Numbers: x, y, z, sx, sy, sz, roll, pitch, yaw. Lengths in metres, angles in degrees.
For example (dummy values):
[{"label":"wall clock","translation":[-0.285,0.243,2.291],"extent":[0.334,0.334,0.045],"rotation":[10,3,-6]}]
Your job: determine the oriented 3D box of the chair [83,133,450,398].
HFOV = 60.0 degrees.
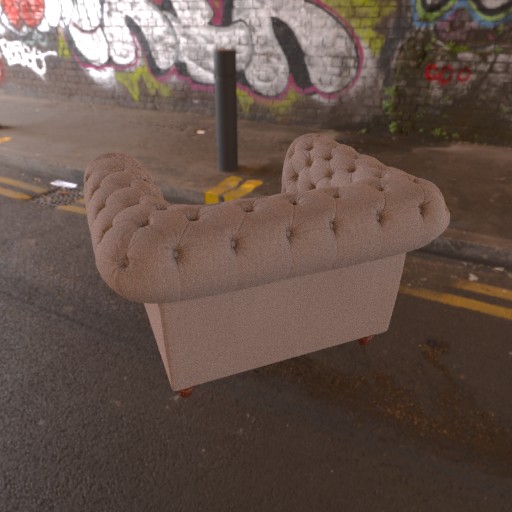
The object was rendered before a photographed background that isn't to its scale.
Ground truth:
[{"label":"chair","translation":[0.000,0.000,1.886],"extent":[1.270,0.770,0.976],"rotation":[-11,30,-19]}]
